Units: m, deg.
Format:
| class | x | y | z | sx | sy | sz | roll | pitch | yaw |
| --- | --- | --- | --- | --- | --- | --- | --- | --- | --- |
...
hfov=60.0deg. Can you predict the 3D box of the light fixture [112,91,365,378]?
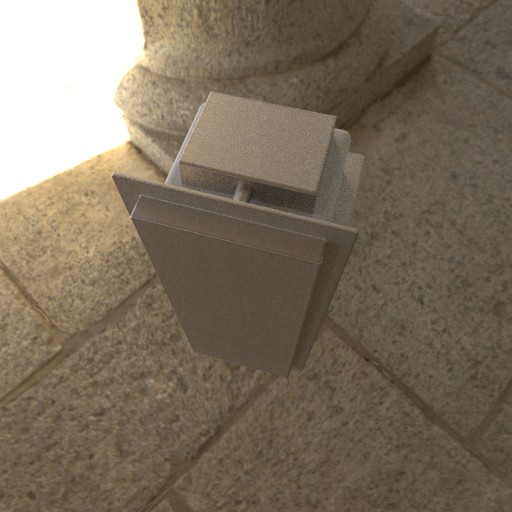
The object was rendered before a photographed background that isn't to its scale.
| class | x | y | z | sx | sy | sz | roll | pitch | yaw |
| --- | --- | --- | --- | --- | --- | --- | --- | --- | --- |
| light fixture | 0.000 | 0.000 | 0.483 | 0.168 | 0.380 | 0.160 | 14 | 64 | 7 |
